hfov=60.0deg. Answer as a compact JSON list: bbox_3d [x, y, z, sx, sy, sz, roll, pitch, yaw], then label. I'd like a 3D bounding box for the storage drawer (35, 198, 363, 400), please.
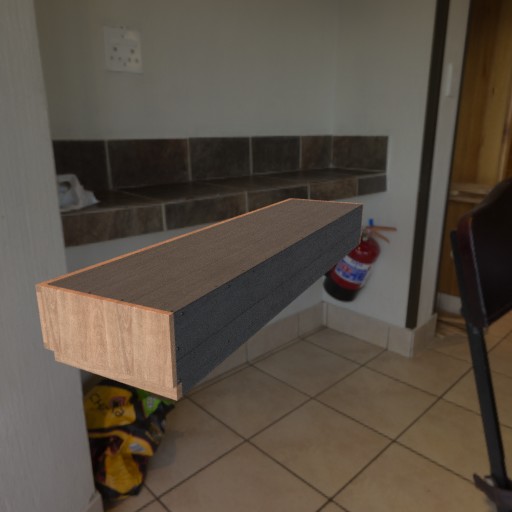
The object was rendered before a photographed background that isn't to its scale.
[{"bbox_3d":[0.000,0.000,2.174,0.538,0.264,2.032,8,18,26],"label":"storage drawer"}]
